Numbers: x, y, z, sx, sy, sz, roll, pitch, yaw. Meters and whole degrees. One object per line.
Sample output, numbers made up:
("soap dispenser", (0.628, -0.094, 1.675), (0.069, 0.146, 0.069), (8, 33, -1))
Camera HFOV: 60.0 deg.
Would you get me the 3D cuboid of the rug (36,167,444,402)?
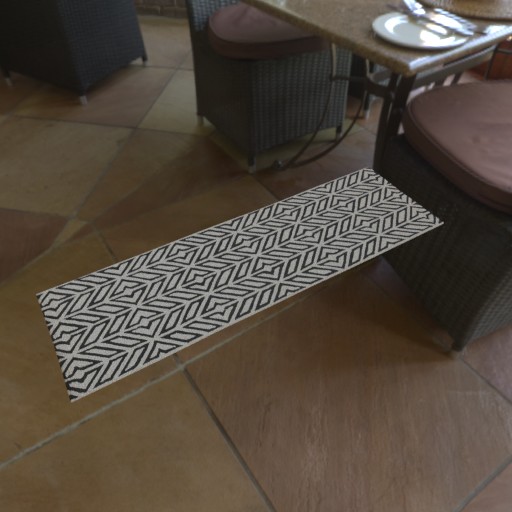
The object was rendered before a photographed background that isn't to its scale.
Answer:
("rug", (0.000, 0.000, 2.703), (2.435, 0.009, 0.750), (-23, 50, -21))
